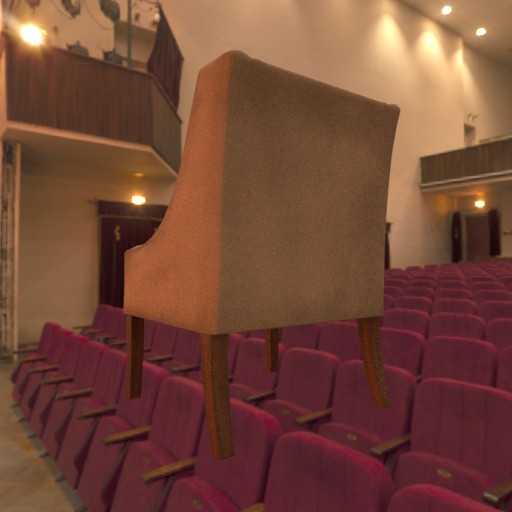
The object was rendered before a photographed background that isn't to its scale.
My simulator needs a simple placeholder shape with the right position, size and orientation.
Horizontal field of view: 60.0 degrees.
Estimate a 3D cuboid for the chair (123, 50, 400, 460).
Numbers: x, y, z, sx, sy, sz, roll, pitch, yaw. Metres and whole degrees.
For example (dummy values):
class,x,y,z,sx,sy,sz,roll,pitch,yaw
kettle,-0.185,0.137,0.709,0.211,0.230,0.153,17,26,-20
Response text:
class,x,y,z,sx,sy,sz,roll,pitch,yaw
chair,0.000,0.000,1.364,0.629,0.895,0.629,1,-1,-37
